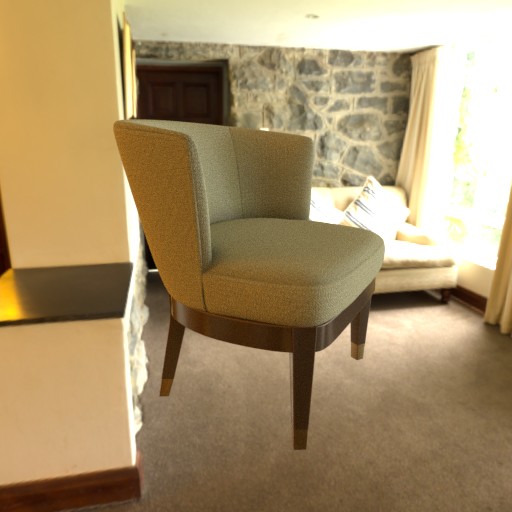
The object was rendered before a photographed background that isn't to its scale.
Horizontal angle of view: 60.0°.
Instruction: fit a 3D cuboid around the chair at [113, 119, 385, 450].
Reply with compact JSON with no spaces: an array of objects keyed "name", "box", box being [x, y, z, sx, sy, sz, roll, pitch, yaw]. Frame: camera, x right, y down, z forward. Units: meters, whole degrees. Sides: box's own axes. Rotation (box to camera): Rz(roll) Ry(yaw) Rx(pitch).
[{"name":"chair","box":[0.000,0.000,1.277,0.660,0.760,0.700,8,16,27]}]
